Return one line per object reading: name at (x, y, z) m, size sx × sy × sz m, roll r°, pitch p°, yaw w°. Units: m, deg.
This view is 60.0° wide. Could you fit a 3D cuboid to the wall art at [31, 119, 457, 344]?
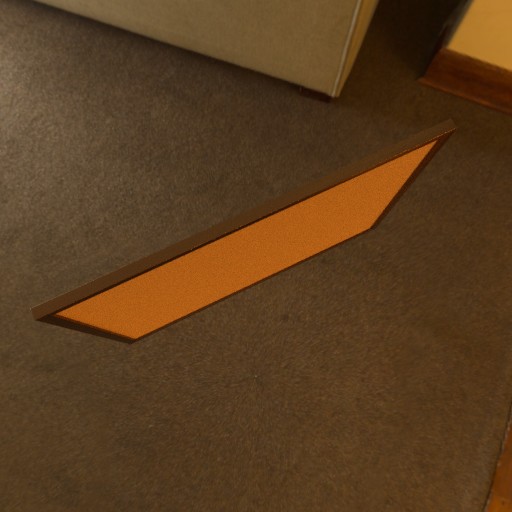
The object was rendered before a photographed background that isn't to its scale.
wall art at (0.000, 0.000, 0.556) m, size 0.431 × 0.304 × 0.012 m, roll -25°, pitch 76°, yaw -7°
